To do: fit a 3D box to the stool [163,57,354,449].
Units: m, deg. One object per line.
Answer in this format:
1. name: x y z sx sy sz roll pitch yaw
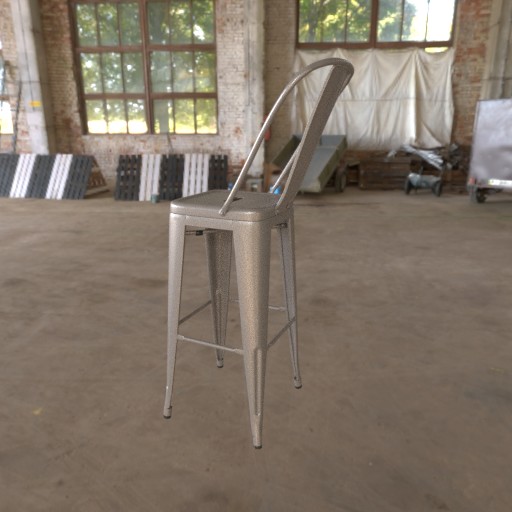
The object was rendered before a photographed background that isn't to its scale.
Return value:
1. stool: 0.000 0.000 1.375 0.513 1.096 0.399 8 19 24
